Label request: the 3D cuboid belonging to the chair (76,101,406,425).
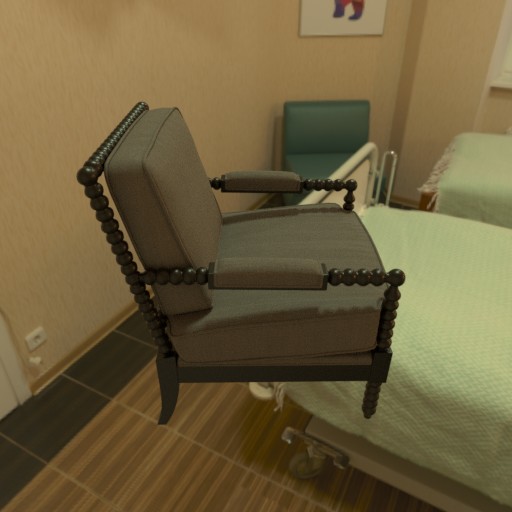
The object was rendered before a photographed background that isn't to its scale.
[{"bbox_3d":[0.000,0.000,1.125,0.622,0.661,0.540,0,32,-1],"label":"chair"}]
